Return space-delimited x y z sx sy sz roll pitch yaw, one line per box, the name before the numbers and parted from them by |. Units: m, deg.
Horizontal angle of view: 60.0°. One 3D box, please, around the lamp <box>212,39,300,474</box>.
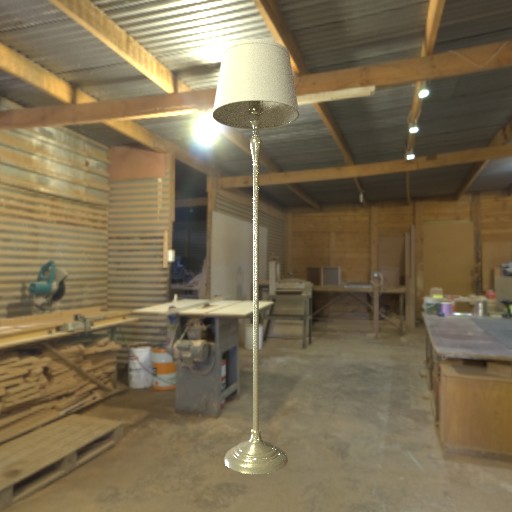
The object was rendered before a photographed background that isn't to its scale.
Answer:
lamp | 0.000 0.000 1.657 0.327 1.506 0.327 0 -1 18
